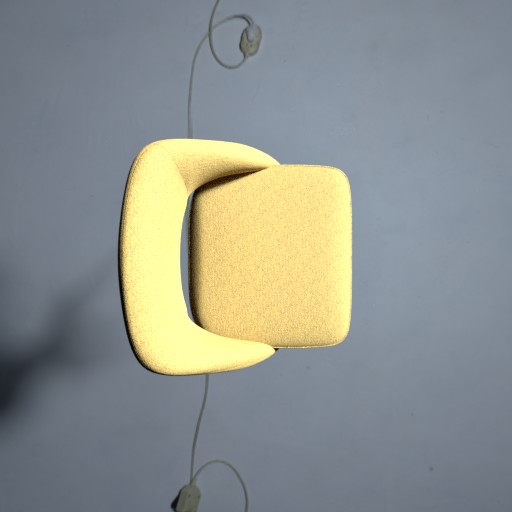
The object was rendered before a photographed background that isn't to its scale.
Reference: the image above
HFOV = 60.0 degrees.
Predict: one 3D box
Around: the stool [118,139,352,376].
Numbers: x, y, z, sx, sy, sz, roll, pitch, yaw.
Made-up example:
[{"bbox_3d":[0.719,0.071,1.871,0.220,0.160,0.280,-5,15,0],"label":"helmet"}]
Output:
[{"bbox_3d":[0.000,0.000,1.275,0.522,0.939,0.536,0,91,0],"label":"stool"}]
